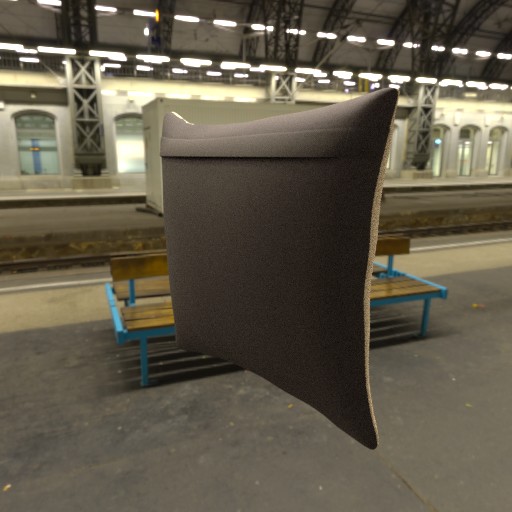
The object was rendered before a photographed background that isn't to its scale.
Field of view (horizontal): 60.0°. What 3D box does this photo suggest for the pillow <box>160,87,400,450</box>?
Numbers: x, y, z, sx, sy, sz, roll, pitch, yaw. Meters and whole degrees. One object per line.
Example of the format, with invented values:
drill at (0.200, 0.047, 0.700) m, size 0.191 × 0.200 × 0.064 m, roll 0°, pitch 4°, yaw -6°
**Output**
pillow at (0.000, 0.000, 0.615) m, size 0.173 × 0.406 × 0.405 m, roll -12°, pitch 18°, yaw -43°
